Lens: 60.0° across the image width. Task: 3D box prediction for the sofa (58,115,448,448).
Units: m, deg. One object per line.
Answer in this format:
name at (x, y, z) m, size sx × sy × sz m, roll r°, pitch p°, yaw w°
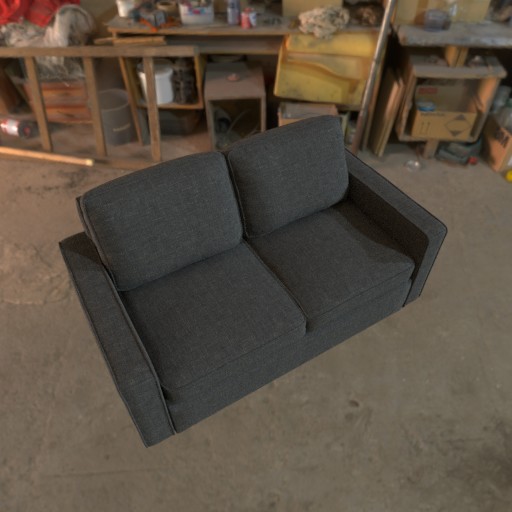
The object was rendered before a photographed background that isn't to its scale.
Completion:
sofa at (0.000, 0.000, 2.260) m, size 1.709 × 0.918 × 0.947 m, roll -24°, pitch 51°, yaw -21°
